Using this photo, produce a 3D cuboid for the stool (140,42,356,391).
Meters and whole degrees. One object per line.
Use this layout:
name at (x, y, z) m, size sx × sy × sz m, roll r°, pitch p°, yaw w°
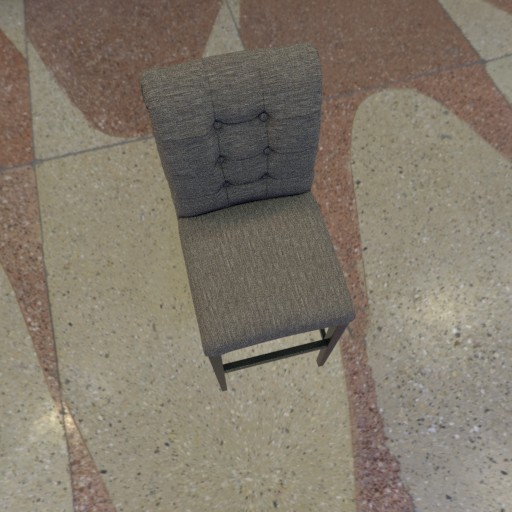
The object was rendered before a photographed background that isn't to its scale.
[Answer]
stool at (0.000, 0.000, 1.454) m, size 0.452 × 1.131 × 0.613 m, roll -13°, pitch 64°, yaw -6°
